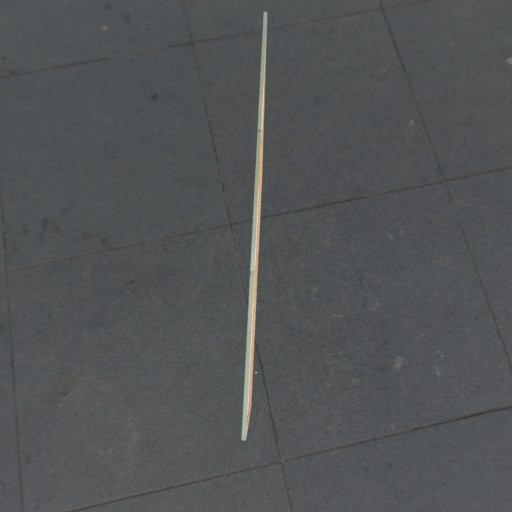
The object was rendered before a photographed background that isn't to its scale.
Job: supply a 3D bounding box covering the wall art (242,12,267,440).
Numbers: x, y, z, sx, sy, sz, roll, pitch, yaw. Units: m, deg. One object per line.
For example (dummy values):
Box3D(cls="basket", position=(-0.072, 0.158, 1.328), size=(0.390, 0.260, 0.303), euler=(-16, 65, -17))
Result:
Box3D(cls="wall art", position=(0.000, 0.000, 2.225), size=(0.013, 1.523, 1.517), euler=(3, 75, 1))
